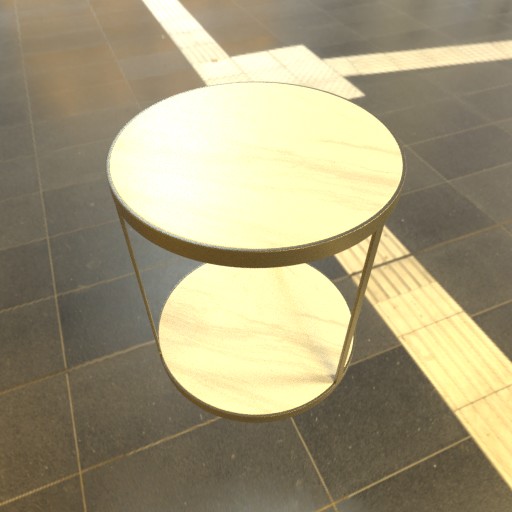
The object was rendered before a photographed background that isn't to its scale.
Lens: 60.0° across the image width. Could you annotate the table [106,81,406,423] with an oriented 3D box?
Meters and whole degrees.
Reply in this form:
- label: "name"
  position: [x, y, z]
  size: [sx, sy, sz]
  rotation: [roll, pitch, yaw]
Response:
- label: "table"
  position: [0.000, 0.000, 0.845]
  size: [0.445, 0.479, 0.445]
  rotation: [0, 46, 0]
